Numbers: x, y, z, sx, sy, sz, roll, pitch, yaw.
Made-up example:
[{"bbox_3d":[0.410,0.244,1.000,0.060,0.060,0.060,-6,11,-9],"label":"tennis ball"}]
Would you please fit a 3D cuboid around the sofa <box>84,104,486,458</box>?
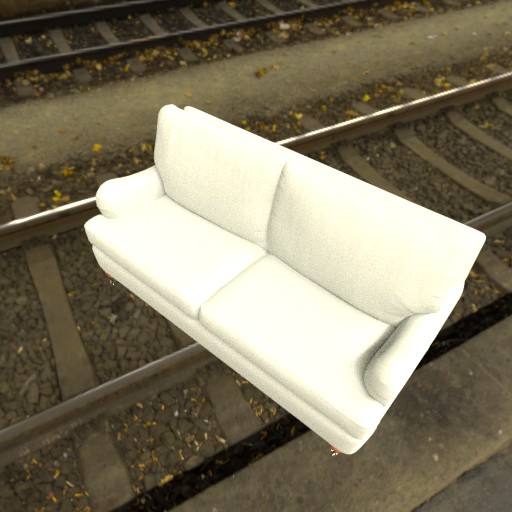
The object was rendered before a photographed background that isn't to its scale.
[{"bbox_3d":[0.000,0.000,2.708,2.193,1.096,1.069,31,53,27],"label":"sofa"}]
